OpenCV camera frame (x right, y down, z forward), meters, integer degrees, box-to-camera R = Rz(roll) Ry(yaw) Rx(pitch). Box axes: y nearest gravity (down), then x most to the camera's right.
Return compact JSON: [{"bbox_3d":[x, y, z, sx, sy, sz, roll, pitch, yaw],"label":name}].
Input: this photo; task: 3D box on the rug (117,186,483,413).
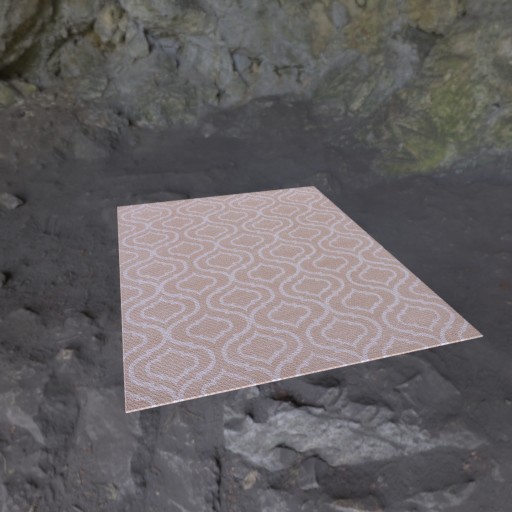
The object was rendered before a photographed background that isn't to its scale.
[{"bbox_3d":[0.000,0.000,3.858,2.286,0.013,2.894,-8,30,-14],"label":"rug"}]
